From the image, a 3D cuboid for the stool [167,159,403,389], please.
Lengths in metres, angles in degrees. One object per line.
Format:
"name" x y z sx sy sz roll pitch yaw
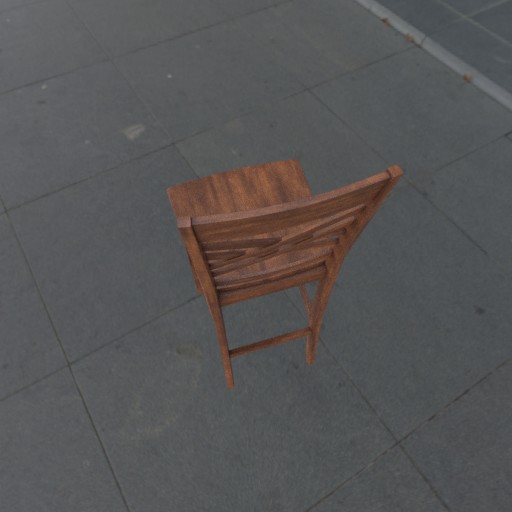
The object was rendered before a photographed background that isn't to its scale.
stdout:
"stool" 0.000 0.000 1.369 0.426 1.098 0.504 -15 59 -9
